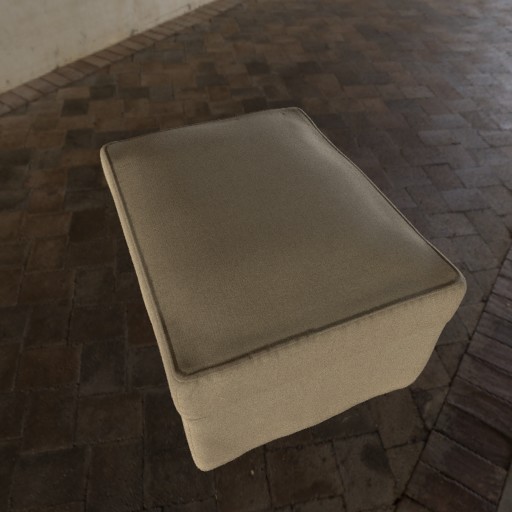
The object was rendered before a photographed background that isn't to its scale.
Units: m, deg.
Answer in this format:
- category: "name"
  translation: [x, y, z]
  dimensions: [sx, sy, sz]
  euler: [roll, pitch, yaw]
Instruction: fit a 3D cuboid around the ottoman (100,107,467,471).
- category: "ottoman"
  translation: [0.000, 0.000, 1.234]
  dimensions: [0.650, 0.485, 0.833]
  euler: [-17, 49, -15]
